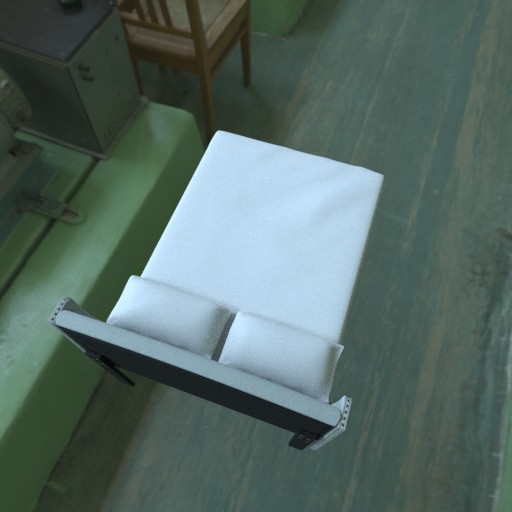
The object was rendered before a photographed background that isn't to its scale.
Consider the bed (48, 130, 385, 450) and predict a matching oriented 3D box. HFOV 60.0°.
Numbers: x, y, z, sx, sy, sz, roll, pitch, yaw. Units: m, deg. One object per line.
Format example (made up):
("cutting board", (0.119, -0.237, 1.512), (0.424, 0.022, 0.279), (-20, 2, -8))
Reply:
("bed", (0.000, 0.000, 3.362), (1.710, 1.407, 2.237), (17, 64, 9))
